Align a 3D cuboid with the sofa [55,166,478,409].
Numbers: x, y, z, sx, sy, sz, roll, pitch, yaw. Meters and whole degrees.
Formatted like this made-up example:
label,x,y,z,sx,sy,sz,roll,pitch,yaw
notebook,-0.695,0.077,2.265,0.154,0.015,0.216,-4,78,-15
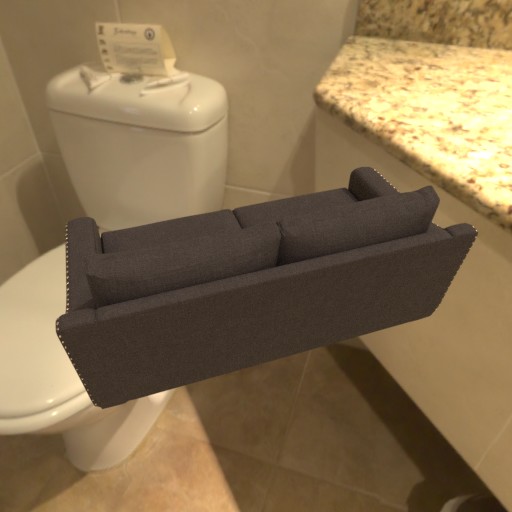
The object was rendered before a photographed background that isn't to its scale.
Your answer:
label,x,y,z,sx,sy,sz,roll,pitch,yaw
sofa,0.000,0.000,3.236,2.550,1.196,1.336,-12,42,-14
